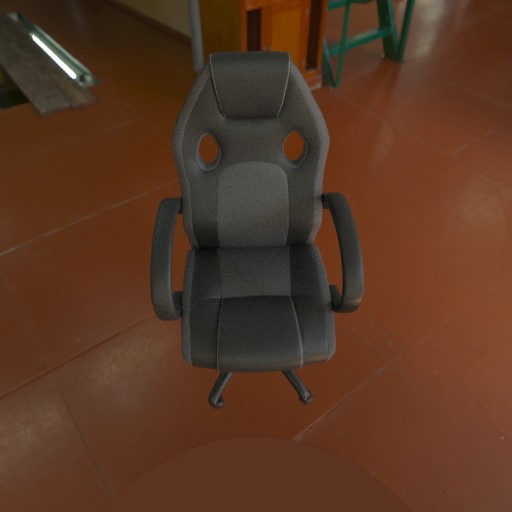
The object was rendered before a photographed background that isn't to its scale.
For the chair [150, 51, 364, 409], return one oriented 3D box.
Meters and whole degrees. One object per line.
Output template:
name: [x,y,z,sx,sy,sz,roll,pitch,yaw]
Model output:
chair: [0.000,0.000,1.600,0.673,1.187,0.724,-2,46,-2]
